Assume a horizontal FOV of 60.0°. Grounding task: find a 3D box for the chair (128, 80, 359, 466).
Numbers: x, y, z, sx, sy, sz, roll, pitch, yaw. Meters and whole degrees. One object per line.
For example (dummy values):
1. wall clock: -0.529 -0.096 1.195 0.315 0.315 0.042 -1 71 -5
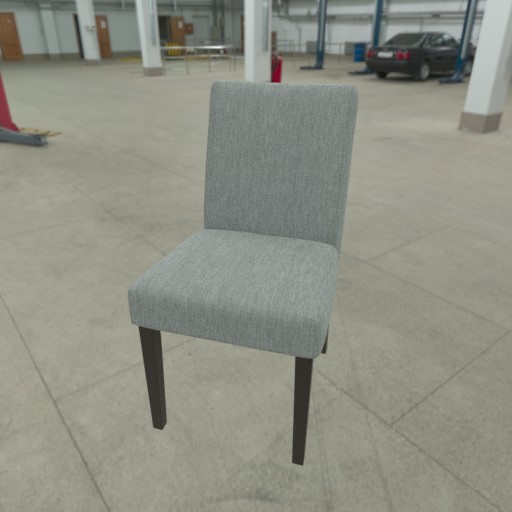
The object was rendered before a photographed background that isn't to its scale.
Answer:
1. chair: 0.000 0.000 1.274 0.487 0.884 0.629 8 28 15
